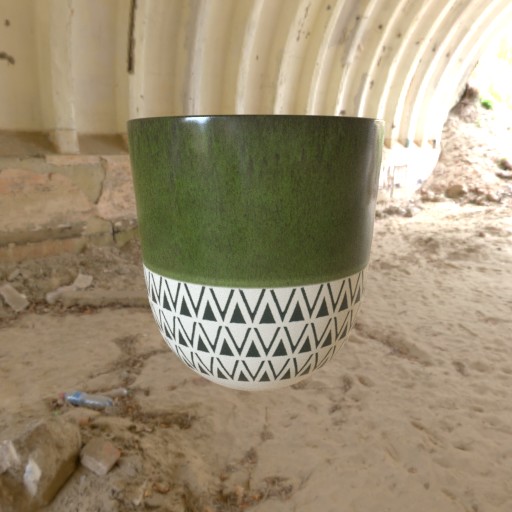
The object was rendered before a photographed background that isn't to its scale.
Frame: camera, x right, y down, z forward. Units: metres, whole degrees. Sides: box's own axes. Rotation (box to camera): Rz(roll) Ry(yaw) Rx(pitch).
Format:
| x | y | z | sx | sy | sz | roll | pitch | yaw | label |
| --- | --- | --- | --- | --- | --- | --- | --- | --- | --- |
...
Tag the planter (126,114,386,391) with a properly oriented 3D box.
| x | y | z | sx | sy | sz | roll | pitch | yaw | label |
| --- | --- | --- | --- | --- | --- | --- | --- | --- | --- |
| 0.000 | 0.000 | 0.468 | 0.245 | 0.270 | 0.245 | 0 | 14 | 0 | planter |
